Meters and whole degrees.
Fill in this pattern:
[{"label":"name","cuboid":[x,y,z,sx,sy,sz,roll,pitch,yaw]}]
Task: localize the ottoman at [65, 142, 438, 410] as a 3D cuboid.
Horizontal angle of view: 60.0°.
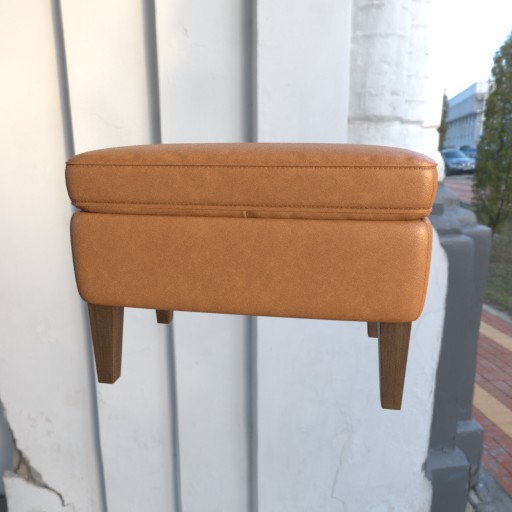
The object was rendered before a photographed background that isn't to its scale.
[{"label":"ottoman","cuboid":[0.000,0.000,0.969,0.670,0.480,0.420,2,14,9]}]
